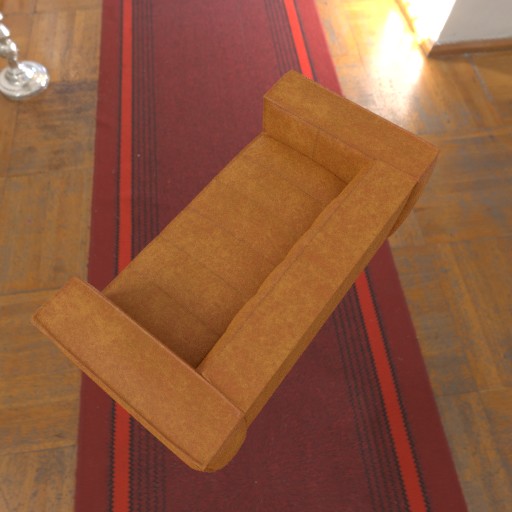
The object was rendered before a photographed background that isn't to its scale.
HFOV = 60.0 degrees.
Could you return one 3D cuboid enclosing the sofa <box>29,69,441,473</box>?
[{"bbox_3d":[0.000,0.000,2.532,1.102,0.703,2.088,34,68,16],"label":"sofa"}]
